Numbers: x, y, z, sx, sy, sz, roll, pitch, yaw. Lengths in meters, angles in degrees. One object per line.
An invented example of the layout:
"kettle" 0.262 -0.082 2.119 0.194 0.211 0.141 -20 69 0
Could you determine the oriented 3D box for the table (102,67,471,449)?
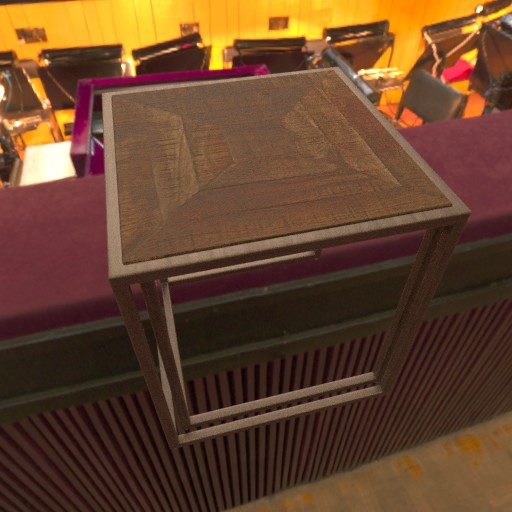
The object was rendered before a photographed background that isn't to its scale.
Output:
"table" 0.000 0.000 0.850 0.449 0.500 0.450 -10 47 -10
